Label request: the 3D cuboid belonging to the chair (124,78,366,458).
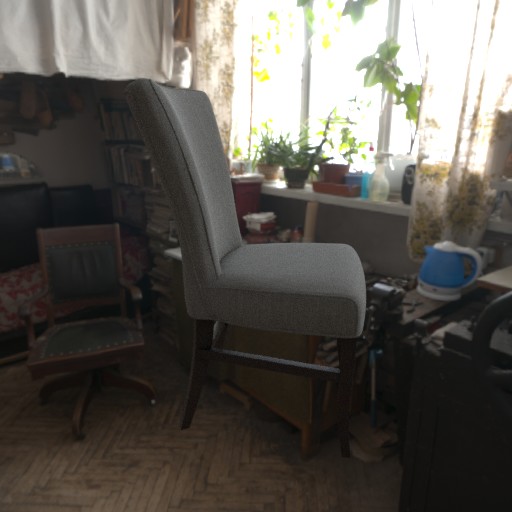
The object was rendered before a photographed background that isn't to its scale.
[{"bbox_3d":[0.000,0.000,1.365,0.660,0.991,0.520,3,17,9],"label":"chair"}]
